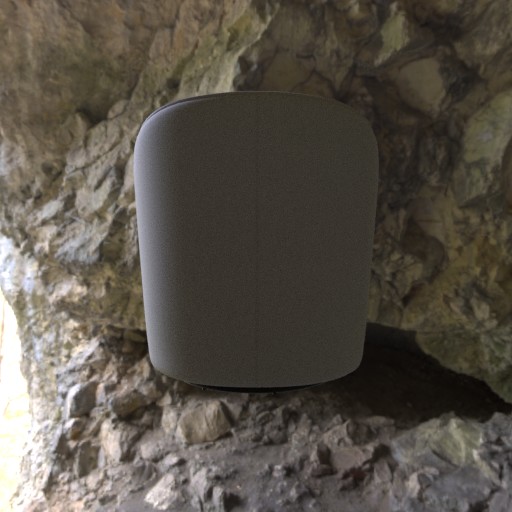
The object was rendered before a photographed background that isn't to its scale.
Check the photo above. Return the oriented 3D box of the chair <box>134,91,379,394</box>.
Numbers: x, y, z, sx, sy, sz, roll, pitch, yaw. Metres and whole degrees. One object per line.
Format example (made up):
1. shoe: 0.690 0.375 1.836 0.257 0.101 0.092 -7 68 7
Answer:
1. chair: 0.000 0.000 1.468 0.747 0.799 0.875 0 2 0
